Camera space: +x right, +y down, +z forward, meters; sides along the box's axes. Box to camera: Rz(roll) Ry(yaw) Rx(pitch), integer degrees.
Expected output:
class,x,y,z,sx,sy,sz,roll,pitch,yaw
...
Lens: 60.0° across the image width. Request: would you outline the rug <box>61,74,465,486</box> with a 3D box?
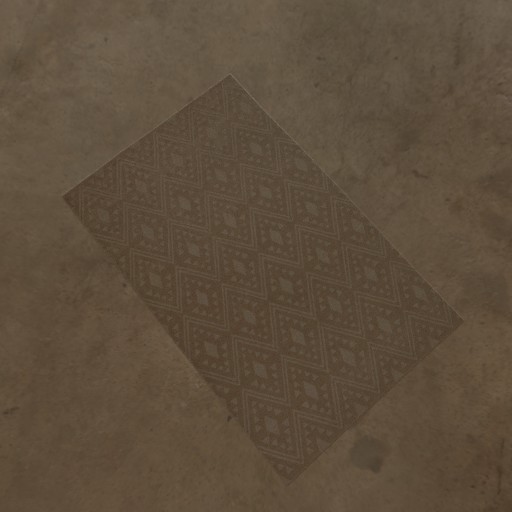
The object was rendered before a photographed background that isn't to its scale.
class,x,y,z,sx,sy,sz,roll,pitch,yaw
rug,0.000,0.000,3.011,1.553,0.053,2.430,-39,79,-9
